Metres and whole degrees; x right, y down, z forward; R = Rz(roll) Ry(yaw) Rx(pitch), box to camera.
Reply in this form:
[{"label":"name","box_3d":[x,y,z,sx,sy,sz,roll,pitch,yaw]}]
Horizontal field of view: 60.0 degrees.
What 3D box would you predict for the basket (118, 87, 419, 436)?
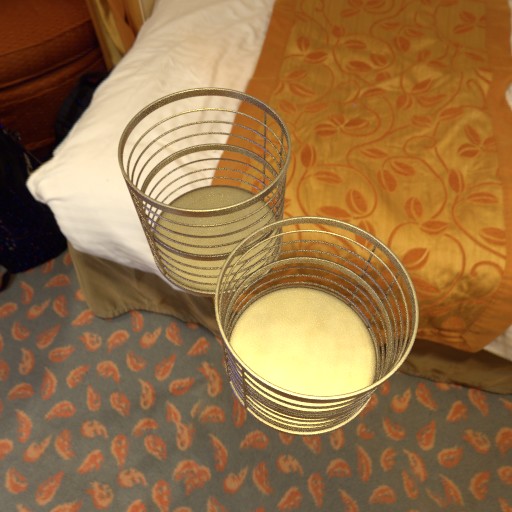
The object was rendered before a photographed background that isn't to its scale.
[{"label":"basket","box_3d":[0.000,0.000,0.973,0.356,0.351,0.746,-28,62,-17]}]
